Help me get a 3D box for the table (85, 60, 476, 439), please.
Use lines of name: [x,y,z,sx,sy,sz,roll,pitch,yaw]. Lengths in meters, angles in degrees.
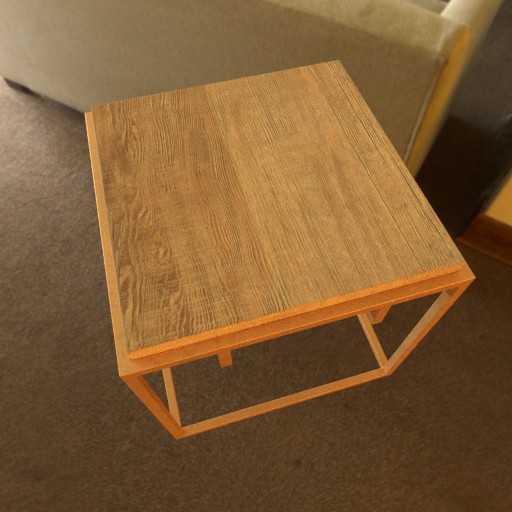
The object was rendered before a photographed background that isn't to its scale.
table: [0.000,0.000,1.078,0.599,0.584,0.599,-14,59,-8]
